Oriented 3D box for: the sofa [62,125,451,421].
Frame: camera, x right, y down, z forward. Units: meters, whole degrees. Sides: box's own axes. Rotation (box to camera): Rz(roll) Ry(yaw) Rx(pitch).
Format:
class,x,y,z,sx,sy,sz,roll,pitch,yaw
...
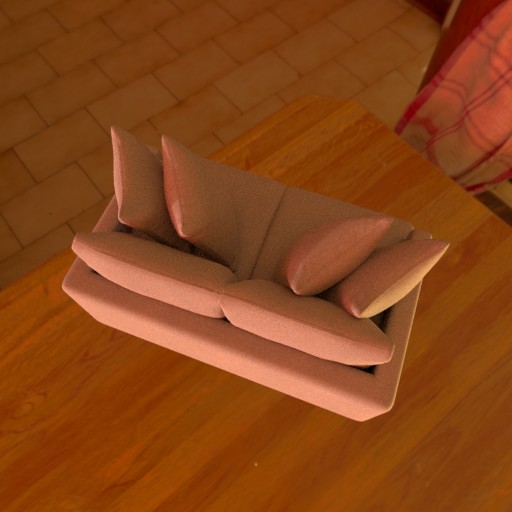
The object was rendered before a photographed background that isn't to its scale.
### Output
class,x,y,z,sx,sy,sz,roll,pitch,yaw
sofa,0.000,0.000,2.625,1.869,1.080,1.228,19,66,9
